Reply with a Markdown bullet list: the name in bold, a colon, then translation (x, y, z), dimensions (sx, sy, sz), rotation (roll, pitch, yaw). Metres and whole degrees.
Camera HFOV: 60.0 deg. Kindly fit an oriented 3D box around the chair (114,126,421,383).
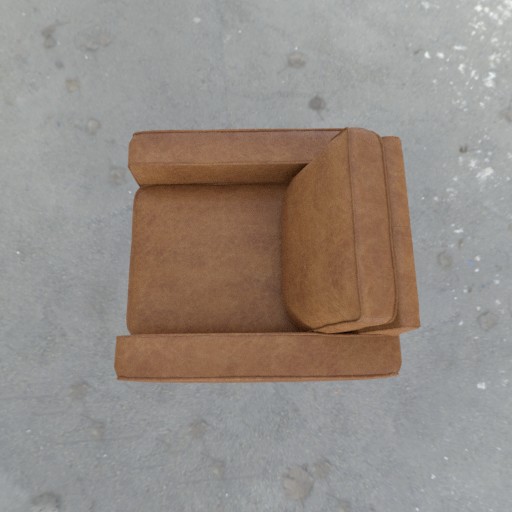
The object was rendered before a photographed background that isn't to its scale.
- **chair**: translation (0.000, 0.000, 1.748), dimensions (1.027, 0.901, 0.987), rotation (-4, 75, -1)
